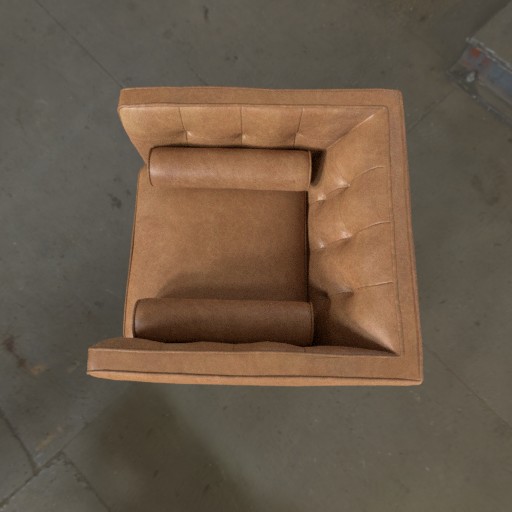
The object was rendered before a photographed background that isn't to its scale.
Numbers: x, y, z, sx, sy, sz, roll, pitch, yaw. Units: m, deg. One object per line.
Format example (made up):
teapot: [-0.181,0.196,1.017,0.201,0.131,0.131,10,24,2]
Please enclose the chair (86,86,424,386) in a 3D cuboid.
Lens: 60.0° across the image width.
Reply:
chair: [0.000,0.000,1.645,0.912,0.797,0.920,1,74,0]
